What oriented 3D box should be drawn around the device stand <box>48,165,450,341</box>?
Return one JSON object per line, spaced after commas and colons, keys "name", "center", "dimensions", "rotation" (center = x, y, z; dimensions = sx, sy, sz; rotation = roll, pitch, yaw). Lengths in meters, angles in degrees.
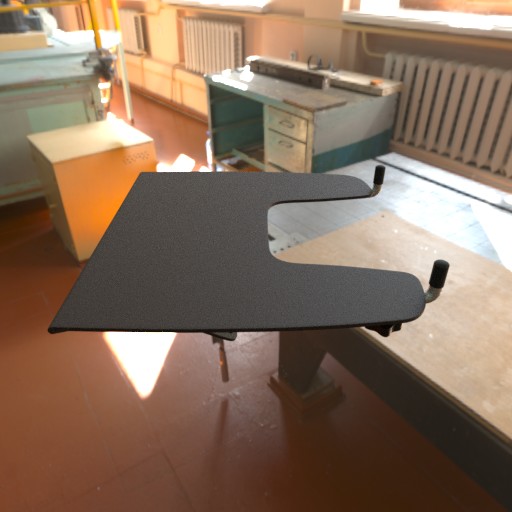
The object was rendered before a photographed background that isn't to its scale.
{"name": "device stand", "center": [0.000, 0.000, 0.353], "dimensions": [0.230, 0.092, 0.230], "rotation": [0, 32, 0]}
